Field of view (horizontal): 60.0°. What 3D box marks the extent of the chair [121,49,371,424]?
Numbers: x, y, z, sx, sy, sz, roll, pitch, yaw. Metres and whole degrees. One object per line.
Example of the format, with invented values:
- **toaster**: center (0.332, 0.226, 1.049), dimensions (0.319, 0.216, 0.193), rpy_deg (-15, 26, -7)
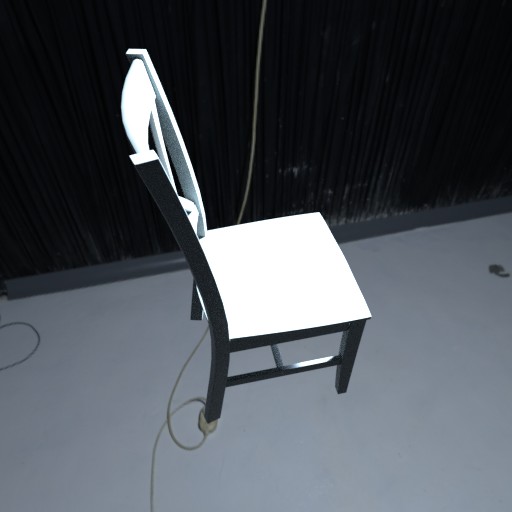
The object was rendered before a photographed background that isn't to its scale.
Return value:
- **chair**: center (0.000, 0.000, 1.239), dimensions (0.542, 0.983, 0.485), rpy_deg (-9, 46, -9)
